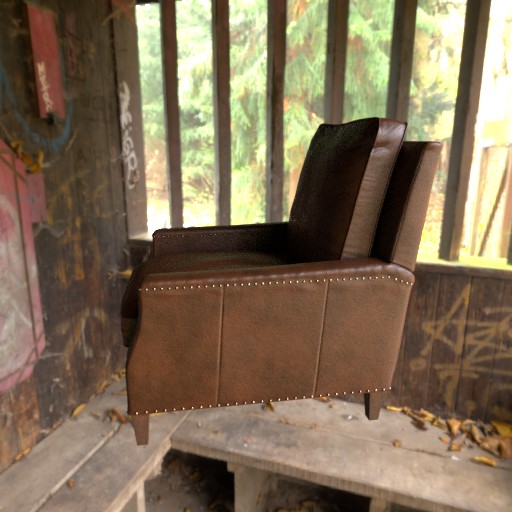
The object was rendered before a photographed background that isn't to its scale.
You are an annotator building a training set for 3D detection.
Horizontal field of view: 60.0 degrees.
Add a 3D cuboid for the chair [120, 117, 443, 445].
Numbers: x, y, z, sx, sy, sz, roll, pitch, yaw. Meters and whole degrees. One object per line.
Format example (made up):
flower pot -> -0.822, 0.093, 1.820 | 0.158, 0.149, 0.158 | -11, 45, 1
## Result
chair -> 0.000, 0.000, 1.791 | 1.035, 1.054, 0.854 | -2, 15, -9
